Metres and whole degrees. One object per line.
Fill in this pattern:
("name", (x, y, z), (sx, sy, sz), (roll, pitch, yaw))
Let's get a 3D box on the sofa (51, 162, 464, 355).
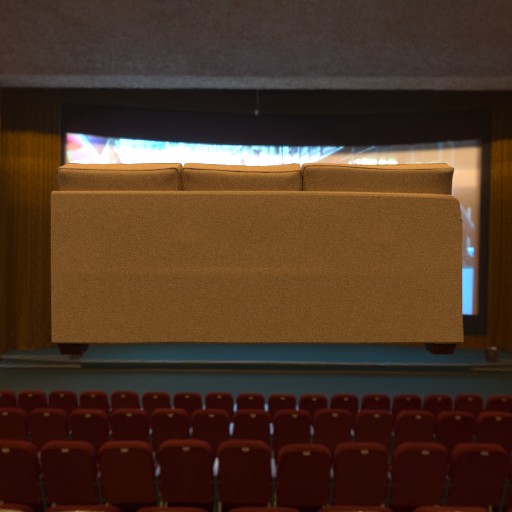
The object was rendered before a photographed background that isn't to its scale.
("sofa", (0.000, 0.000, 2.576), (1.962, 0.946, 1.034), (0, 0, 0))
